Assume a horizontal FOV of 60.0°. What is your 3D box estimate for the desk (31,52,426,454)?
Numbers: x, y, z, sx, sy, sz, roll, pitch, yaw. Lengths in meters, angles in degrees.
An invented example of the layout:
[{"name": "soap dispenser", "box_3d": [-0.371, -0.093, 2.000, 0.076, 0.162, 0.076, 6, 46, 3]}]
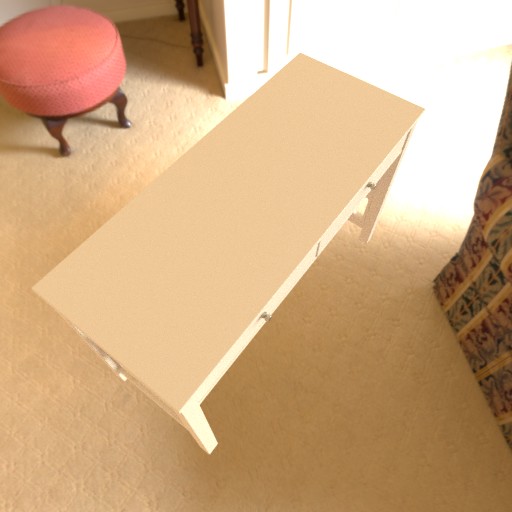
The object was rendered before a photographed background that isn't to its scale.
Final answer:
[{"name": "desk", "box_3d": [0.000, 0.000, 1.594, 0.504, 0.762, 1.191, 33, 64, 18]}]
